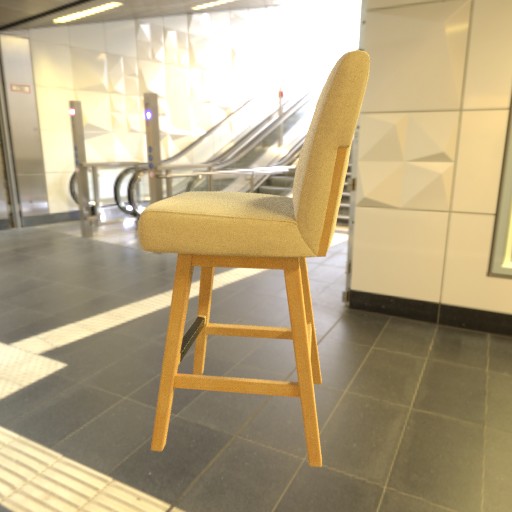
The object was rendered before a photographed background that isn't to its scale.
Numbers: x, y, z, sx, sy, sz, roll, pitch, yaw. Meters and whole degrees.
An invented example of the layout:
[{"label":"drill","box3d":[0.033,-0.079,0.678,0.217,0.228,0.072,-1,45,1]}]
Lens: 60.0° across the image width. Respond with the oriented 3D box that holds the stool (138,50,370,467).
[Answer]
[{"label":"stool","box3d":[0.000,0.000,1.267,0.543,1.015,0.446,2,14,8]}]
